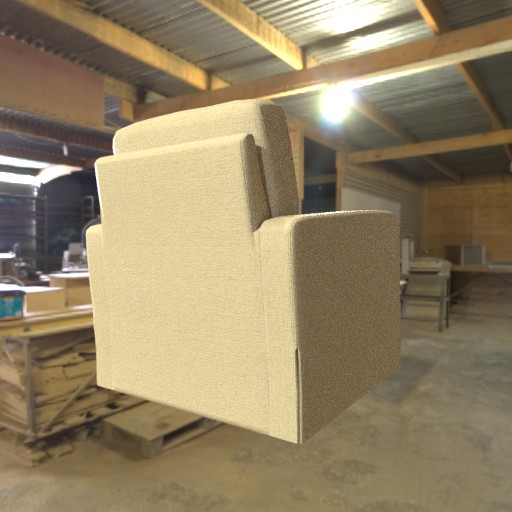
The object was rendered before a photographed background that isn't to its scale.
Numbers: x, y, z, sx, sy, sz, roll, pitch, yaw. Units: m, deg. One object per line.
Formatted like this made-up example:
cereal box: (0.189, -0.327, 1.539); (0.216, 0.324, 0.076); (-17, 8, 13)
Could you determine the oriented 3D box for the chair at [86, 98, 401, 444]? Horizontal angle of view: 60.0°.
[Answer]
chair: (0.000, 0.000, 1.509); (0.755, 0.827, 0.888); (1, 2, 34)
